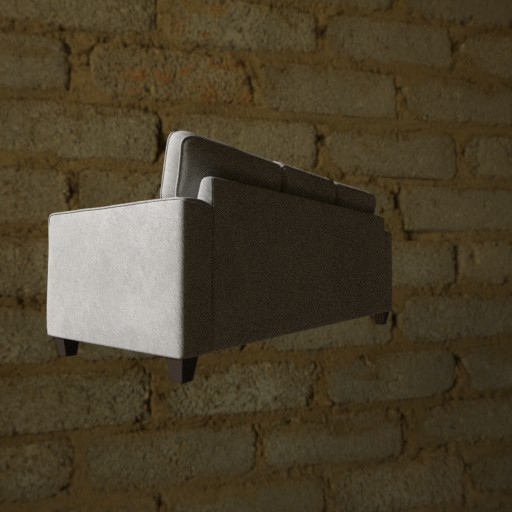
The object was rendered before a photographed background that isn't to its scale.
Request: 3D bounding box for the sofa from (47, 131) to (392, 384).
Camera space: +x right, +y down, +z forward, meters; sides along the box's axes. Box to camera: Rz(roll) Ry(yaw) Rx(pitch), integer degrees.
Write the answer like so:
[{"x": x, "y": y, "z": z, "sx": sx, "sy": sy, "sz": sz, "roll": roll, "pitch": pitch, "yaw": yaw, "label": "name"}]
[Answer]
[{"x": 0.000, "y": 0.000, "z": 2.667, "sx": 0.939, "sy": 0.965, "sz": 2.133, "roll": -1, "pitch": -2, "yaw": 37, "label": "sofa"}]
